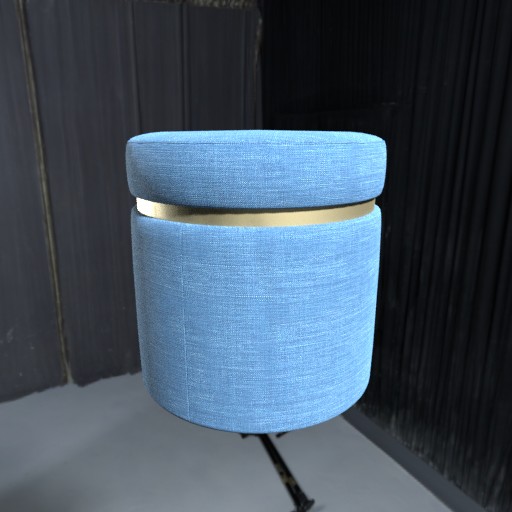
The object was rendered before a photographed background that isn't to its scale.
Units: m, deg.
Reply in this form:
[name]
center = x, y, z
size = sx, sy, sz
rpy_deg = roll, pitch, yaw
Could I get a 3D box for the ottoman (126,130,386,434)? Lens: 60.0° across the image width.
[ottoman]
center = 0.000, 0.000, 0.743
size = 0.398, 0.406, 0.398
rpy_deg = 0, 15, 0
